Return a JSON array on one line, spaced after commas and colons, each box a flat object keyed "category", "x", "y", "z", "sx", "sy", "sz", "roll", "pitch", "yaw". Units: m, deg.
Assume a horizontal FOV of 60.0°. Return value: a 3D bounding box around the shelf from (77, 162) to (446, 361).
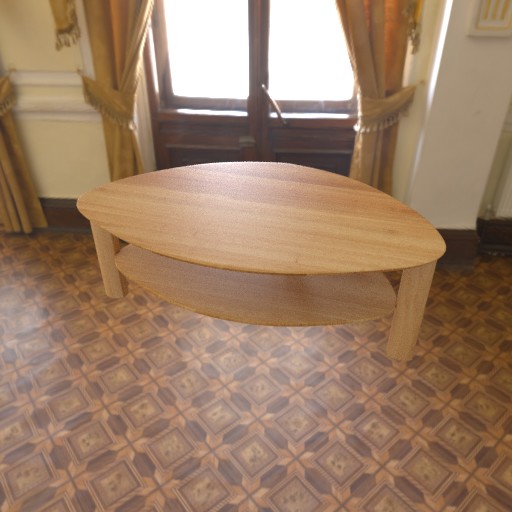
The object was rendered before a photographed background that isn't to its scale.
[{"category": "shelf", "x": 0.000, "y": 0.000, "z": 1.671, "sx": 1.246, "sy": 0.440, "sz": 0.845, "roll": 10, "pitch": 33, "yaw": 15}]
